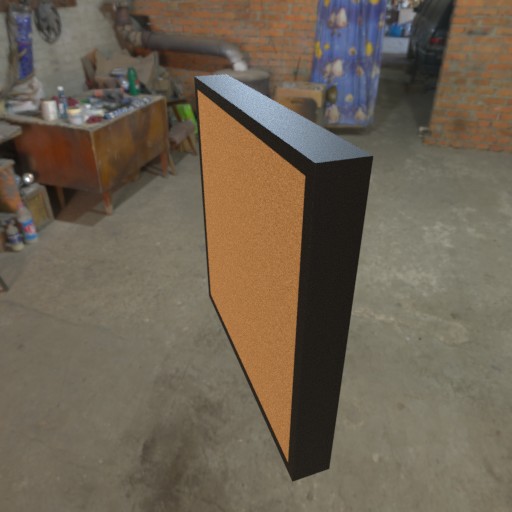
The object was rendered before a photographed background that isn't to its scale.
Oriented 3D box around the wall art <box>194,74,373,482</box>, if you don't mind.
[{"bbox_3d":[0.000,0.000,0.457,0.038,0.304,0.305,-10,33,-17],"label":"wall art"}]
